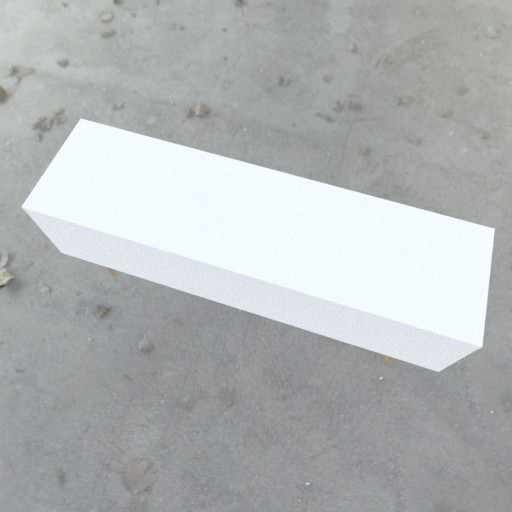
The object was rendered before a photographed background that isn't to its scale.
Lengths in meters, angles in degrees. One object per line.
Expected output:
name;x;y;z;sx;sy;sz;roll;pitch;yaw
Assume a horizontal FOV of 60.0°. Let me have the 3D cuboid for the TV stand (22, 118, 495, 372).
TV stand;0.000;0.000;1.609;1.398;0.560;0.401;17;65;8
